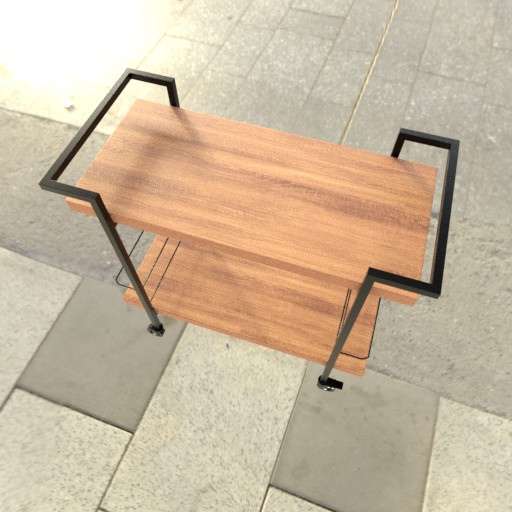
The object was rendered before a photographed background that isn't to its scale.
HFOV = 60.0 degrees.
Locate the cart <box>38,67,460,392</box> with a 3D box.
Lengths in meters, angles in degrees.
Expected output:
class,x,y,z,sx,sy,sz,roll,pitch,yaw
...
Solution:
class,x,y,z,sx,sy,sz,roll,pitch,yaw
cart,0.000,0.000,1.260,0.806,0.762,0.406,16,60,9
